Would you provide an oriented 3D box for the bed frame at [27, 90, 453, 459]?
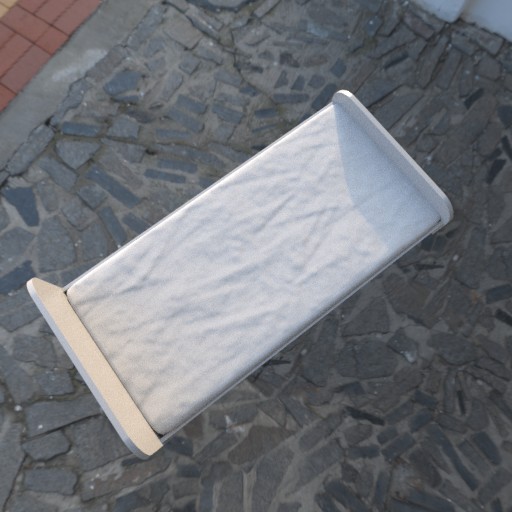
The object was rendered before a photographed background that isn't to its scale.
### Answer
[{"bbox_3d":[0.000,0.000,2.451,1.963,0.805,0.998,-36,79,-8],"label":"bed frame"}]
